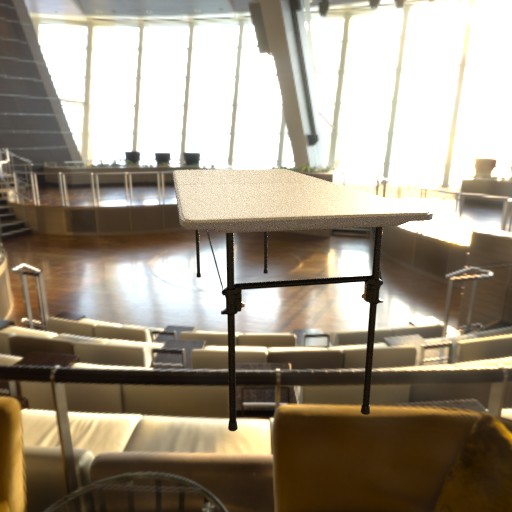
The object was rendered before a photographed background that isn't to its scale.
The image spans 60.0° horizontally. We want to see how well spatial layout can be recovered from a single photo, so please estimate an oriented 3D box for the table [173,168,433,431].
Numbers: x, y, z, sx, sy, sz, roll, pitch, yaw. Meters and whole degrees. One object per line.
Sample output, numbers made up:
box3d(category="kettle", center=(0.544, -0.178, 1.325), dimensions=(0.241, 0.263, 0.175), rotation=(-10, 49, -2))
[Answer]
box3d(category="table", center=(0.000, 0.000, 2.207), dimensions=(0.761, 0.719, 1.829), rotation=(-3, 16, -11))
